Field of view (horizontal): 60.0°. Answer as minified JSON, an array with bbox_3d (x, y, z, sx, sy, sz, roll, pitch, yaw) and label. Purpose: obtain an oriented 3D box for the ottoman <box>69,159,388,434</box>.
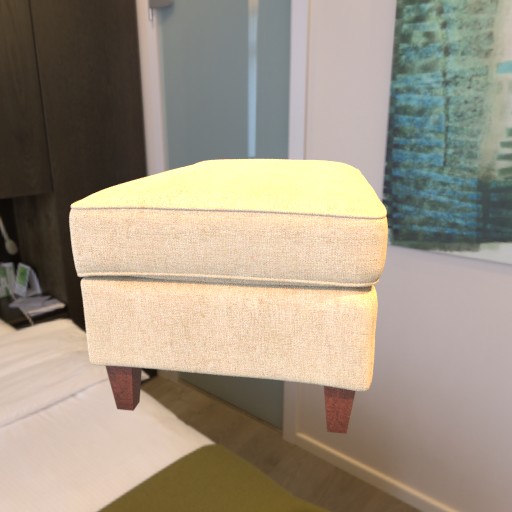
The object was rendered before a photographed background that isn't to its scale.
[{"bbox_3d":[0.000,0.000,1.208,0.583,0.484,0.862,2,16,9],"label":"ottoman"}]
